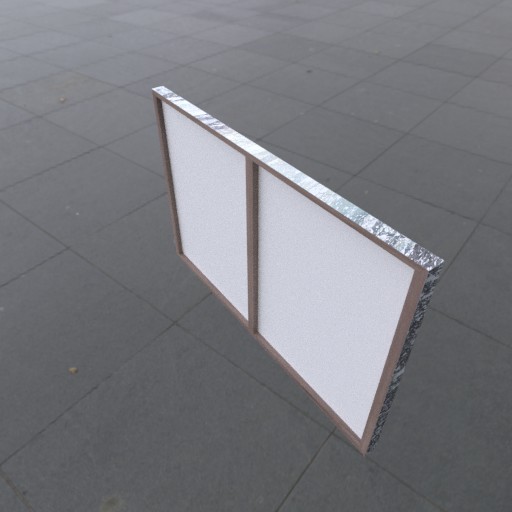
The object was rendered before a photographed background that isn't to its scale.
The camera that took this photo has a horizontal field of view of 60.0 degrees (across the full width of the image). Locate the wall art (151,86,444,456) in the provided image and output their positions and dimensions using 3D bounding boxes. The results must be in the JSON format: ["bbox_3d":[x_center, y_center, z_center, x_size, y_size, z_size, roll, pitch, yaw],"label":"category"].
[{"bbox_3d":[0.000,0.000,1.144,0.038,0.598,0.919,-26,47,-27],"label":"wall art"}]
